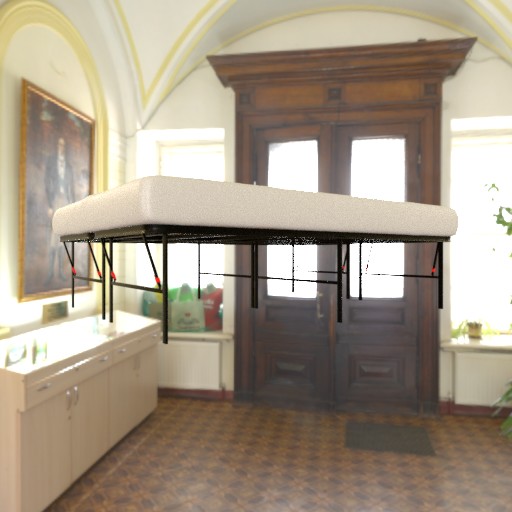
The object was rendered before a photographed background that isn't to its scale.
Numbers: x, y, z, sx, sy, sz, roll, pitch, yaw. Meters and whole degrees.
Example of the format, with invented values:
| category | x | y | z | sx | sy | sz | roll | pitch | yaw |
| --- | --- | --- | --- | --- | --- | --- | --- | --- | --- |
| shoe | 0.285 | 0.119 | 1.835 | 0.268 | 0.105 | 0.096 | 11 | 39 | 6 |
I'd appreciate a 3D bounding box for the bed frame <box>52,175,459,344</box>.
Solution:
| category | x | y | z | sx | sy | sz | roll | pitch | yaw |
| --- | --- | --- | --- | --- | --- | --- | --- | --- | --- |
| bed frame | 0.000 | 0.000 | 2.830 | 2.151 | 0.667 | 1.584 | 0 | 0 | -36 |
